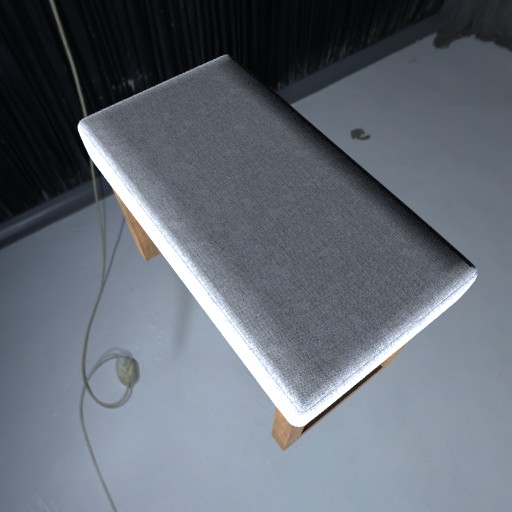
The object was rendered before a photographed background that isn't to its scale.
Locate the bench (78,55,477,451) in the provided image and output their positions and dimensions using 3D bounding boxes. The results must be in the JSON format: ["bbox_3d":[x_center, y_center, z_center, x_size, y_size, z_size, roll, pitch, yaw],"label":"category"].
[{"bbox_3d":[0.000,0.000,0.950,0.366,0.467,0.681,-33,64,-18],"label":"bench"}]
